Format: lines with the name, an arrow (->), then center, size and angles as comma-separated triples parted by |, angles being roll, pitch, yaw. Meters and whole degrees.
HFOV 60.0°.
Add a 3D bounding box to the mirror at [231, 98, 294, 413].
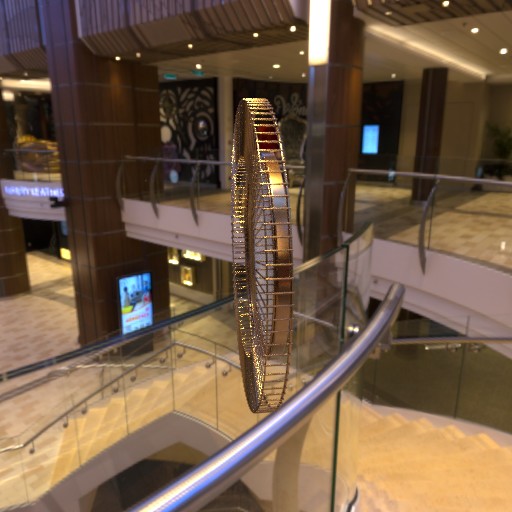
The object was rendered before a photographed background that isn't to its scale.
mirror -> 0.000, 0.000, 1.053 | 0.067, 0.703, 0.703 | -2, 15, -7
